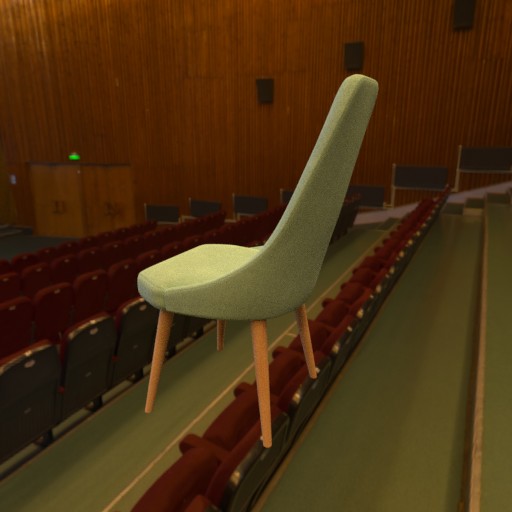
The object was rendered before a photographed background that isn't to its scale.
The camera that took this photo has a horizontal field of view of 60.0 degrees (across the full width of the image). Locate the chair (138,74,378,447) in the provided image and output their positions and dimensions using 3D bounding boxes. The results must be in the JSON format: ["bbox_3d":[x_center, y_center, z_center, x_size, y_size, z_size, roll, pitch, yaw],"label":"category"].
[{"bbox_3d":[0.000,0.000,1.416,0.660,1.040,0.510,8,18,25],"label":"chair"}]
